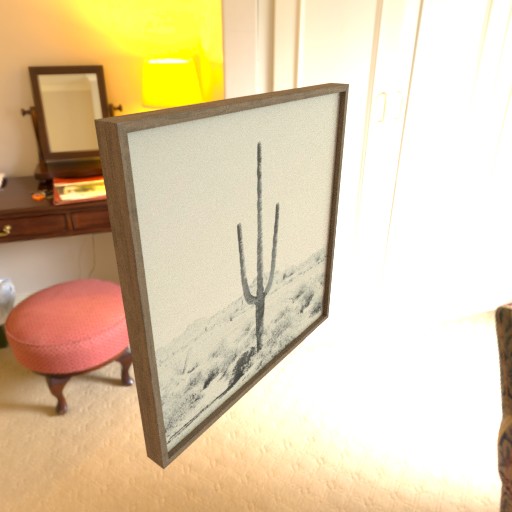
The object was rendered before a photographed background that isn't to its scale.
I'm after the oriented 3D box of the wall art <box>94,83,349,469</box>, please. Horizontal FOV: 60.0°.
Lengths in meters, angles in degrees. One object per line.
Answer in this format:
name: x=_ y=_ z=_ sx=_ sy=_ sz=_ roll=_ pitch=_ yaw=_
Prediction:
wall art: x=0.000 y=0.000 z=0.747 sx=0.038 sy=0.508 sz=0.508 roll=19 pitch=32 yaw=33
